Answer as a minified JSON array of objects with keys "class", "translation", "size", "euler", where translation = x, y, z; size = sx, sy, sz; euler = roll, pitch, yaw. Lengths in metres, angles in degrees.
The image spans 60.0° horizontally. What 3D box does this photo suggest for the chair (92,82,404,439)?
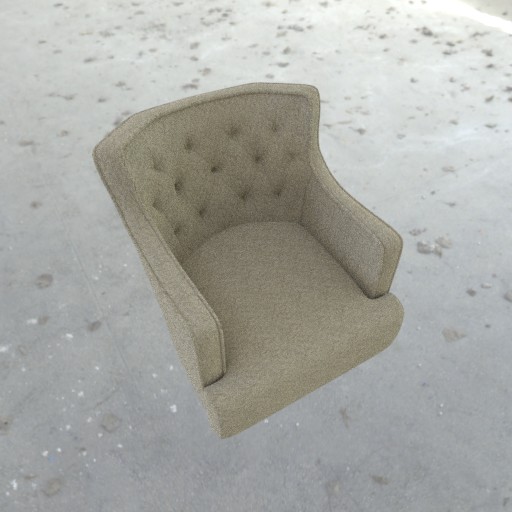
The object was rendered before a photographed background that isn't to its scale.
[{"class":"chair","translation":[0.000,0.000,1.679],"size":[0.820,0.920,0.910],"euler":[-23,51,-20]}]
